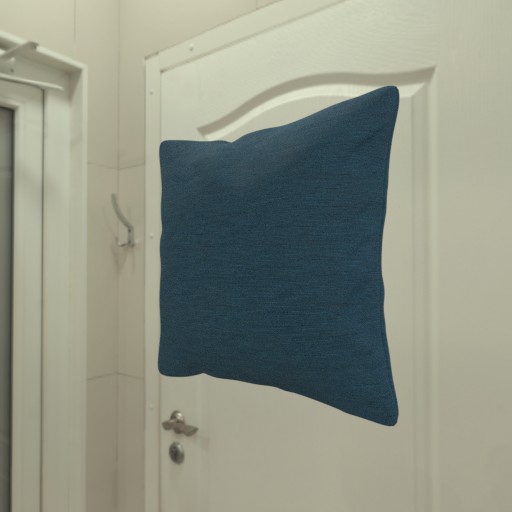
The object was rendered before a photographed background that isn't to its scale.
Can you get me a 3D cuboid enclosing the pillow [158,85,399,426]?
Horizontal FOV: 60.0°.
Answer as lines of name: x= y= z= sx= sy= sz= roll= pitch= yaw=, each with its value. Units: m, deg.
pillow: x=0.000 y=0.000 z=0.670 sx=0.437 sy=0.420 sz=0.177 roll=-1 pitch=-1 yaw=37
